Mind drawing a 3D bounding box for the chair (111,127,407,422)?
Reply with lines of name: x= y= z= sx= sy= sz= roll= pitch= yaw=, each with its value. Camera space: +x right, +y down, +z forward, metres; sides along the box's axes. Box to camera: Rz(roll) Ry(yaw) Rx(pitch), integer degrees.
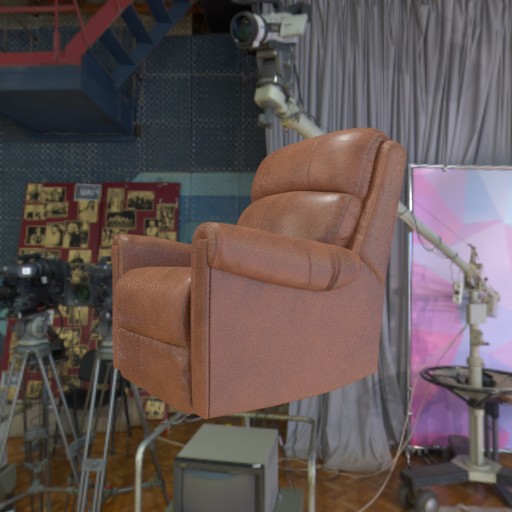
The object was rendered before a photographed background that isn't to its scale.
chair: x=0.000 y=0.000 z=1.807 sx=1.014 sy=1.054 sz=0.838 roll=0 pitch=-1 yaw=-37
